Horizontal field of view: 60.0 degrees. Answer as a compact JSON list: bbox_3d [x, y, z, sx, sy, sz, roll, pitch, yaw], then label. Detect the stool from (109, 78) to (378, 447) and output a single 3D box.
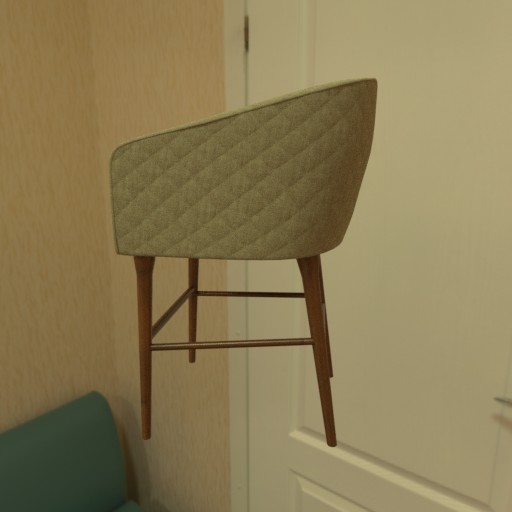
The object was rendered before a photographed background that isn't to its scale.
[{"bbox_3d":[0.000,0.000,1.304,0.635,0.952,0.559,2,14,8],"label":"stool"}]
